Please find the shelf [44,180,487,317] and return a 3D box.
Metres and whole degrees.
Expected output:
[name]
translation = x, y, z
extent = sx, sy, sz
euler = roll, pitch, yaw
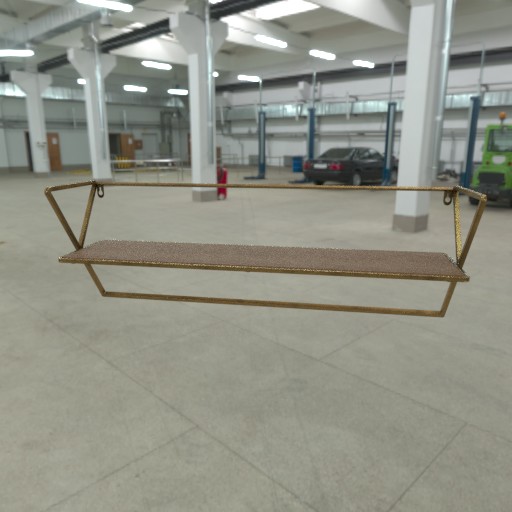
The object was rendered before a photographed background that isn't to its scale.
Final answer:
[shelf]
translation = 0.000, 0.000, 0.736
extent = 0.645, 0.229, 0.150
euler = 2, 14, 9
